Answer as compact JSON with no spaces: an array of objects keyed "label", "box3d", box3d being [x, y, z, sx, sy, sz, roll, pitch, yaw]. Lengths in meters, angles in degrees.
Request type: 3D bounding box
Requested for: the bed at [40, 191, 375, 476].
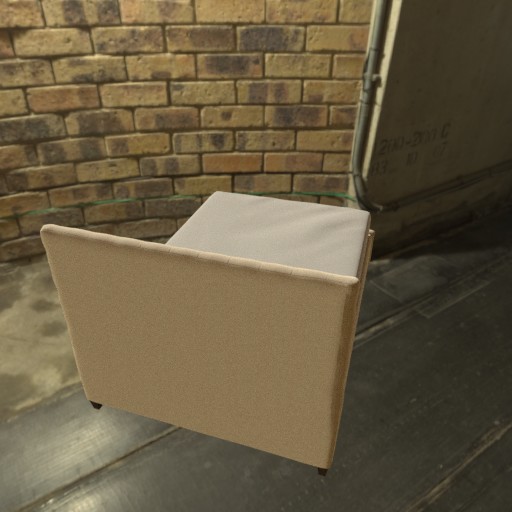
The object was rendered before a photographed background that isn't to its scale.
[{"label":"bed","box3d":[0.000,0.000,3.440,1.698,1.427,2.387,10,34,15]}]
